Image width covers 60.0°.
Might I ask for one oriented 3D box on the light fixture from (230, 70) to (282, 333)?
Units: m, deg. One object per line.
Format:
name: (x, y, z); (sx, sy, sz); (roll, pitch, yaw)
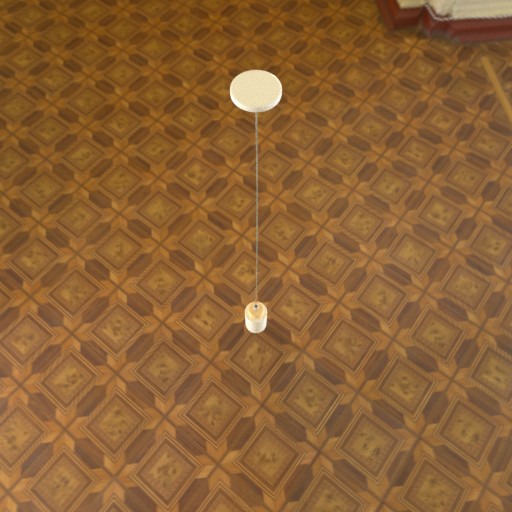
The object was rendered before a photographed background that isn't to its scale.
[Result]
light fixture: (0.000, 0.000, 1.868); (0.125, 1.798, 0.125); (35, 68, 16)
